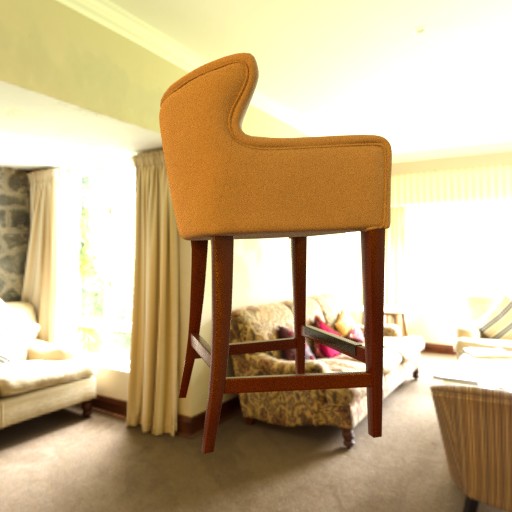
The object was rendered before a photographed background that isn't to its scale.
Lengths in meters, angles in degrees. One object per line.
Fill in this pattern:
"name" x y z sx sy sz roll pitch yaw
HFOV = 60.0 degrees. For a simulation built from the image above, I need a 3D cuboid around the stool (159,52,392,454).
"stool" 0.000 0.000 1.340 0.570 0.951 0.601 0 0 -17
